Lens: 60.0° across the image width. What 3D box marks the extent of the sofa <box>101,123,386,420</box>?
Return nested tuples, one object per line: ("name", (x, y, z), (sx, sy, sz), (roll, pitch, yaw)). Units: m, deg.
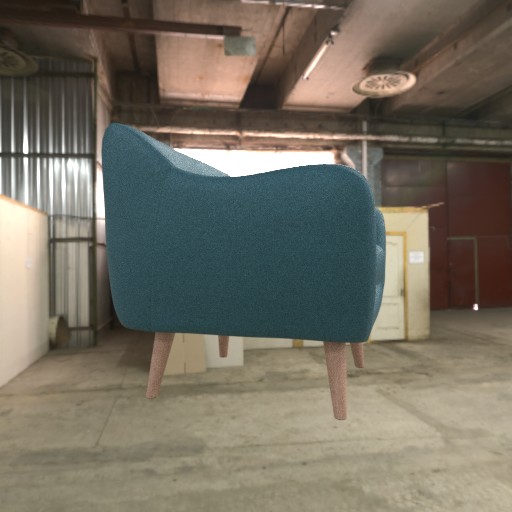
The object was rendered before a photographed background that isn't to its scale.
("sofa", (0.000, 0.000, 1.476), (0.825, 0.817, 0.836), (0, 0, 18))
